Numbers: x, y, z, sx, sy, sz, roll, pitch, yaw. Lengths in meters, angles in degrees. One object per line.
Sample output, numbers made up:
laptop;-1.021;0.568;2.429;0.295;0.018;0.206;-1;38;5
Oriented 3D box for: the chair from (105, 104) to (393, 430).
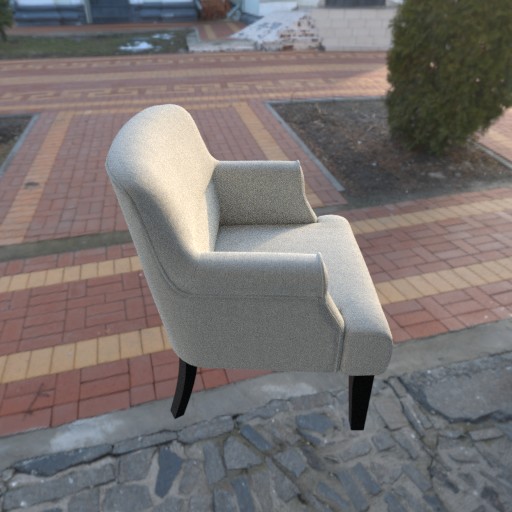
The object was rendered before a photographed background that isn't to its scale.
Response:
chair;0.000;0.000;1.458;0.750;0.875;0.781;0;32;0
